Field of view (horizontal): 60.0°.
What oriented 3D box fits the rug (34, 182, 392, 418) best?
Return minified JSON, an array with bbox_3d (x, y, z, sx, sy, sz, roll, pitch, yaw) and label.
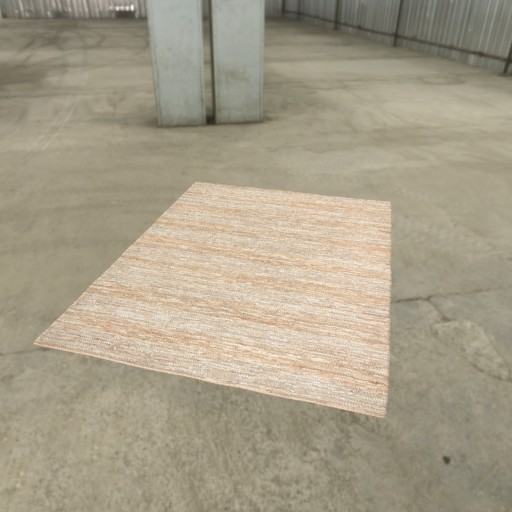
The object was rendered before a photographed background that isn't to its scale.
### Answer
[{"bbox_3d":[0.000,0.000,3.902,2.313,0.009,2.939,8,33,13],"label":"rug"}]
